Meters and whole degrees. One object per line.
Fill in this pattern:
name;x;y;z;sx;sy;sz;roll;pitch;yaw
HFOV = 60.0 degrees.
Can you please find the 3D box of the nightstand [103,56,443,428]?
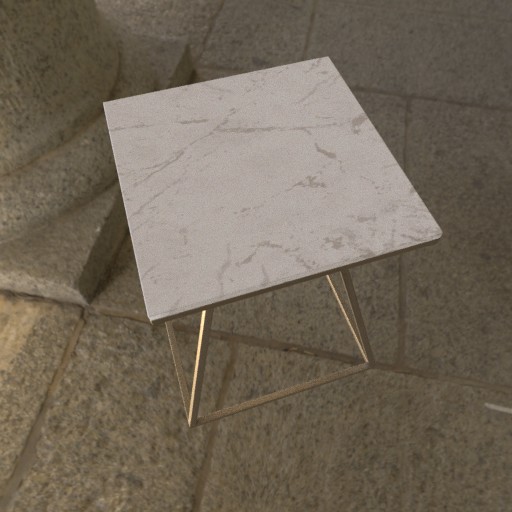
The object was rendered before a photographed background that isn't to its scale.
nightstand;0.000;0.000;0.906;0.455;0.554;0.455;-15;60;-9
